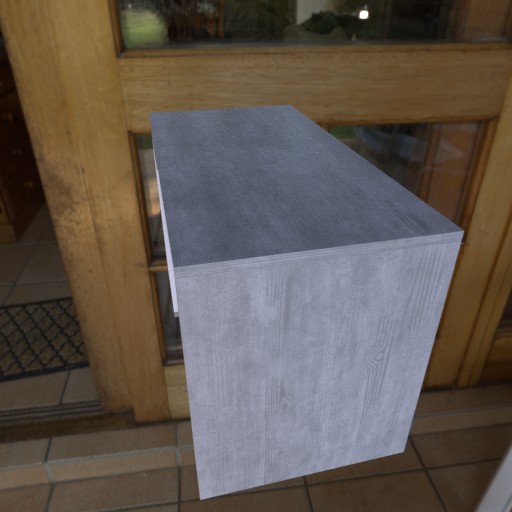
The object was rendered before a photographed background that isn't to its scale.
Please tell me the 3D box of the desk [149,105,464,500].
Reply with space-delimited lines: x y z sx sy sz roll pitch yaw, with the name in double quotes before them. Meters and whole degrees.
"desk" 0.000 0.000 1.552 0.600 0.740 1.200 -7 32 -12
